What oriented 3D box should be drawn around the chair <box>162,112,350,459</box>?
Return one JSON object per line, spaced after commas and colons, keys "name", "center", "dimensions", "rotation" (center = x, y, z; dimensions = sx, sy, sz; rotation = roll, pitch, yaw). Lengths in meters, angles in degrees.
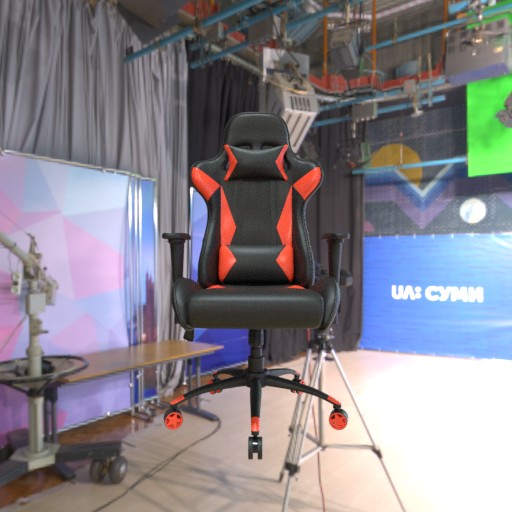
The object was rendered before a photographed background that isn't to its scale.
{"name": "chair", "center": [0.000, 0.000, 1.725], "dimensions": [0.695, 1.282, 0.730], "rotation": [0, 1, 0]}
